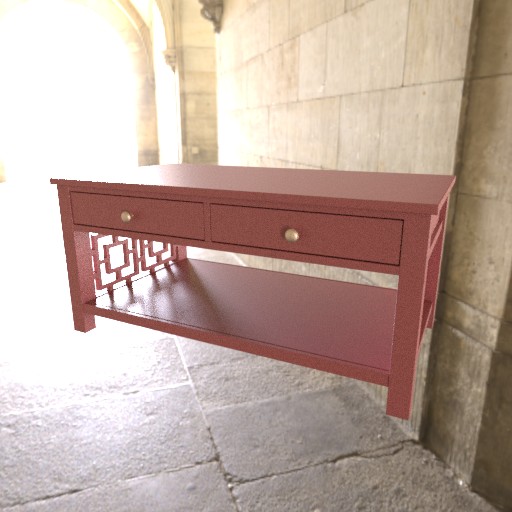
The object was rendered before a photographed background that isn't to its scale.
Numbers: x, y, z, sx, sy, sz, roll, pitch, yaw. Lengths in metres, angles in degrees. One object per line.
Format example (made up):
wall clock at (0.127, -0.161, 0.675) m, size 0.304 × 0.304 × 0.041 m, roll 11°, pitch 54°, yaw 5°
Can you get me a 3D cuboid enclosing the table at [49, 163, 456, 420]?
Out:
table at (0.000, 0.000, 1.394) m, size 1.068 × 0.493 × 0.612 m, roll 8°, pitch 18°, yaw 25°
